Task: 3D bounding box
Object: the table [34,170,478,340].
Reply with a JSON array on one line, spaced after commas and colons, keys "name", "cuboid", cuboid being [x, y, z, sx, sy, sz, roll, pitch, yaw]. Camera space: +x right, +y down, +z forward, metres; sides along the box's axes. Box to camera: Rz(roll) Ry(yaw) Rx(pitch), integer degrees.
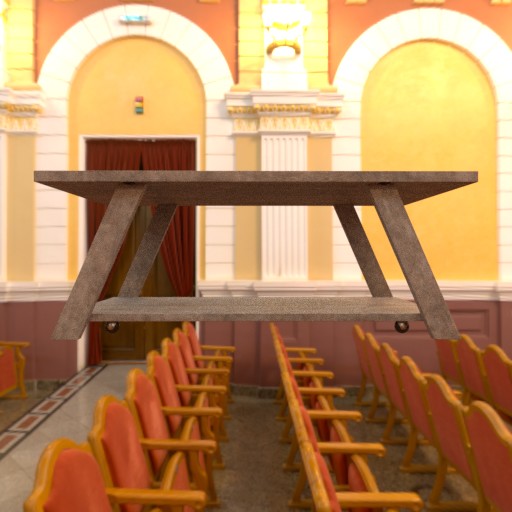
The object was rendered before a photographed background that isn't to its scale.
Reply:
[{"name": "table", "cuboid": [0.000, 0.000, 1.520, 1.219, 0.470, 0.610, 0, 0, 0]}]
